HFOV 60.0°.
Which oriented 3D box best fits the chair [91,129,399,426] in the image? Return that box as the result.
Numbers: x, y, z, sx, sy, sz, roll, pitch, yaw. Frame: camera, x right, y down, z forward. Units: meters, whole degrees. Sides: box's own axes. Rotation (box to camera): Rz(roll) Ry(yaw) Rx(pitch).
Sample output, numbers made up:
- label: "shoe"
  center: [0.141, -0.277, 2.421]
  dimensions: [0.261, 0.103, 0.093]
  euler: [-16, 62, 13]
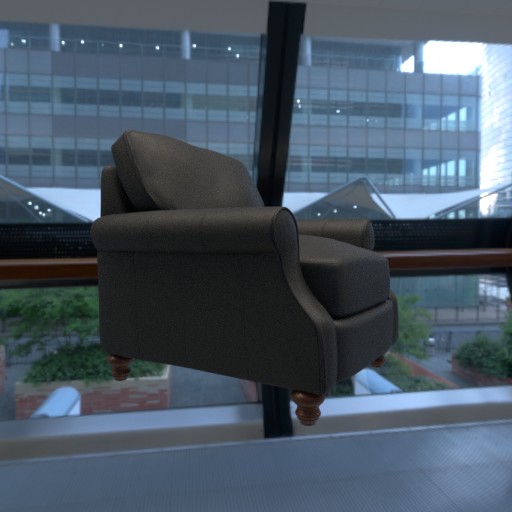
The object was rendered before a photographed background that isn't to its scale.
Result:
- label: "chair"
  center: [0.000, 0.000, 1.811]
  dimensions: [1.027, 0.960, 1.015]
  euler: [1, 2, 36]
